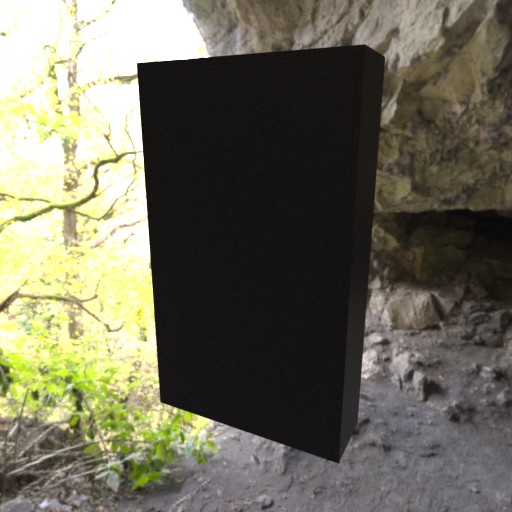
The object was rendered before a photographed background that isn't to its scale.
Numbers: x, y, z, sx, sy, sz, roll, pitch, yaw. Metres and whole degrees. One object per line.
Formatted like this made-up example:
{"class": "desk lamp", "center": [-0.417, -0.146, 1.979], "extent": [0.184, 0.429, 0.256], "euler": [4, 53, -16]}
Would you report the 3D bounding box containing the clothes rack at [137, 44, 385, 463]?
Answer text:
{"class": "clothes rack", "center": [0.000, 0.000, 1.570], "extent": [0.750, 1.280, 0.250], "euler": [8, 18, 26]}
